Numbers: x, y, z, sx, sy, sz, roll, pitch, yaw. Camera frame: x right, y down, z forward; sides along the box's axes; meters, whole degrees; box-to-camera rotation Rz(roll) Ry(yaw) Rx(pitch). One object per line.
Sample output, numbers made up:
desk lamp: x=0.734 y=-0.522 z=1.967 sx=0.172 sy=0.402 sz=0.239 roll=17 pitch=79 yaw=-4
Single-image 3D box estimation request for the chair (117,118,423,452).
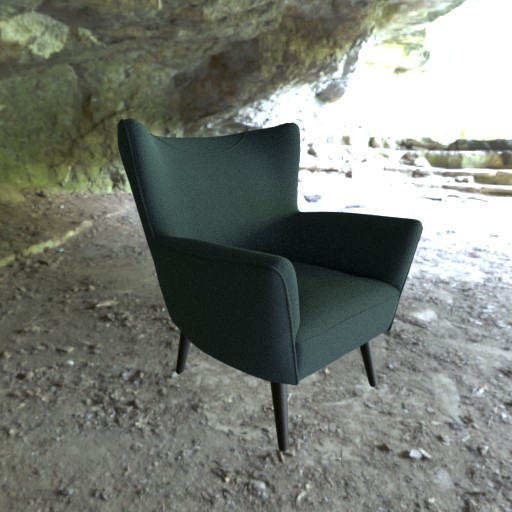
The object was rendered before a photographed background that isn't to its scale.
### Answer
chair: x=0.000 y=0.000 z=1.582 sx=0.781 sy=0.933 sz=0.888 roll=-15 pitch=21 yaw=-42
